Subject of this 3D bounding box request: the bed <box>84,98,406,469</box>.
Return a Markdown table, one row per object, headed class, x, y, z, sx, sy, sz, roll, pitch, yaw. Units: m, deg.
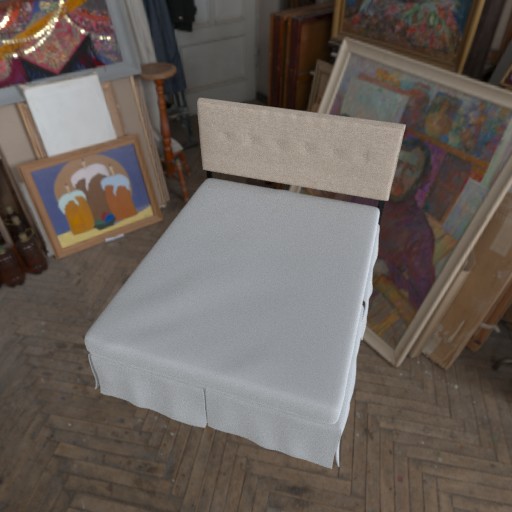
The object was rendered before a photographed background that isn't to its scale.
| class | x | y | z | sx | sy | sz | roll | pitch | yaw |
| --- | --- | --- | --- | --- | --- | --- | --- | --- | --- |
| bed | 0.000 | 0.000 | 3.021 | 1.643 | 1.270 | 1.978 | 12 | 43 | 13 |
